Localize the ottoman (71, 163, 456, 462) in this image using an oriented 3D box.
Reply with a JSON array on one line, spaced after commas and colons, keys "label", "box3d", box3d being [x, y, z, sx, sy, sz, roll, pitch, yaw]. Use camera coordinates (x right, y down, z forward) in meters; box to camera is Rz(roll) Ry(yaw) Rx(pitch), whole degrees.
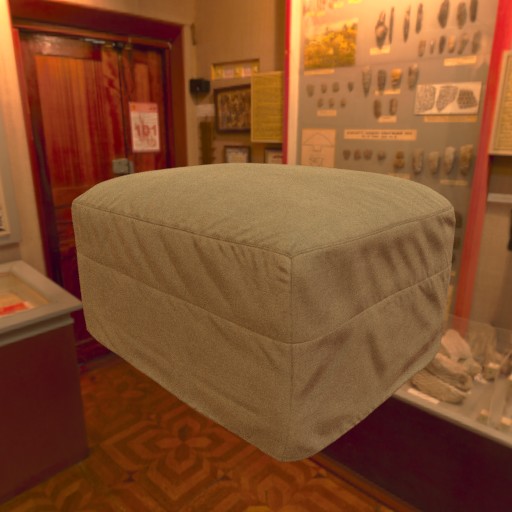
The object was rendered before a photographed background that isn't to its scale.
[{"label": "ottoman", "box3d": [0.000, 0.000, 1.192, 0.837, 0.481, 0.683, 16, 23, 43]}]
